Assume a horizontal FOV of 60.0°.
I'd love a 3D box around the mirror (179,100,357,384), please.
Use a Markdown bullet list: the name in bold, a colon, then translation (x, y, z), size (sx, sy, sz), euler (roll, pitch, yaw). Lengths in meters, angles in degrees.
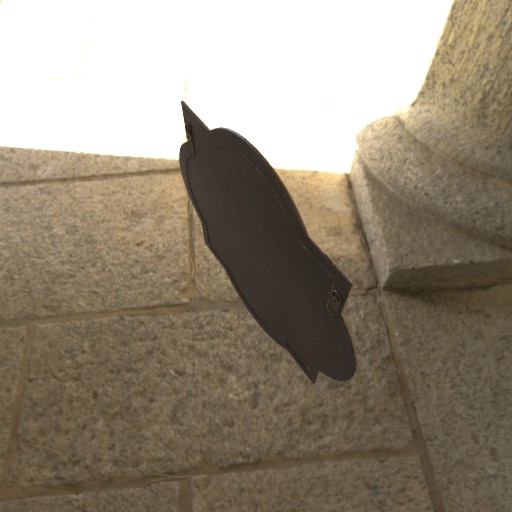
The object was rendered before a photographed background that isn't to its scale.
- **mirror**: translation (0.000, 0.000, 1.062), size (0.019, 0.686, 0.686), euler (-31, 63, -18)
